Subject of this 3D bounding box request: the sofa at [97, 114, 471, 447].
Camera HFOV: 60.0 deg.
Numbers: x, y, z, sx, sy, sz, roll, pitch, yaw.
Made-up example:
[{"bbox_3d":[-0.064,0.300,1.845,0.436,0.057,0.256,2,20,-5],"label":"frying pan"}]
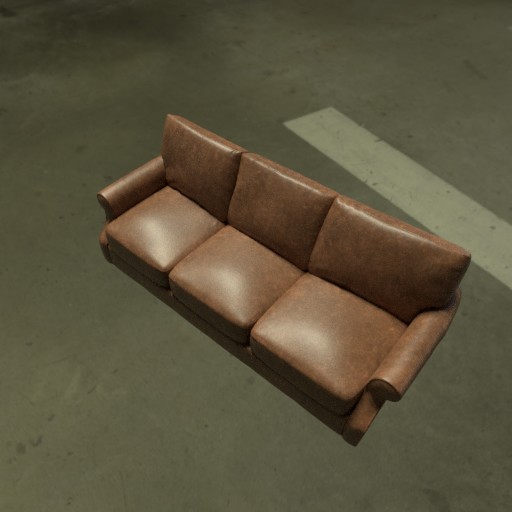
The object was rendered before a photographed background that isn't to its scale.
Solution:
[{"bbox_3d":[0.000,0.000,2.825,2.351,0.977,0.973,31,53,26],"label":"sofa"}]
